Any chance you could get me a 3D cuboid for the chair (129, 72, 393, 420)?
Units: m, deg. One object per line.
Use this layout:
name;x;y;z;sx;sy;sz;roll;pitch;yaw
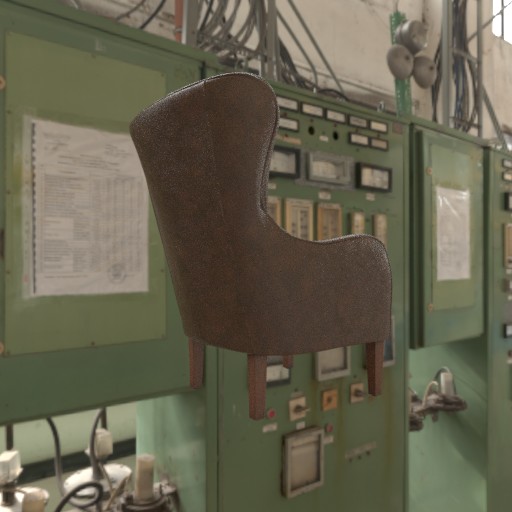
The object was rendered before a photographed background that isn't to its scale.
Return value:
chair;0.000;0.000;1.674;0.914;1.048;0.692;0;-1;-35
